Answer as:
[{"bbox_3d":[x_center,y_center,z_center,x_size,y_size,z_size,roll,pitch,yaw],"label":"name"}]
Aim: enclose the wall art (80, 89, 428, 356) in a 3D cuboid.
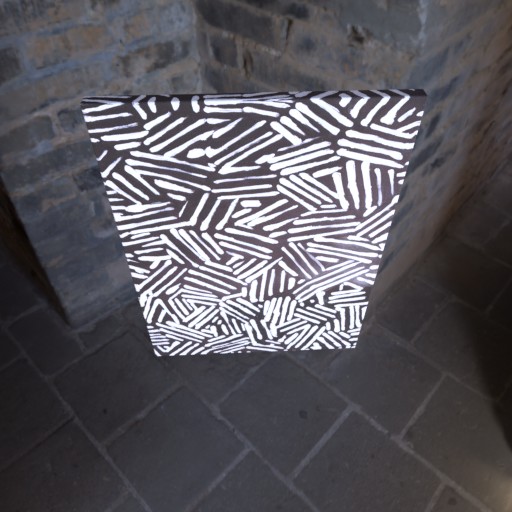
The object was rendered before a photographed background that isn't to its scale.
[{"bbox_3d":[0.000,0.000,1.346,0.765,1.017,0.038,-2,46,-2],"label":"wall art"}]
